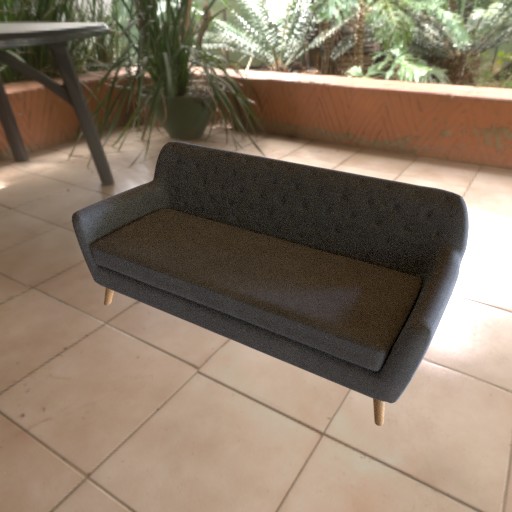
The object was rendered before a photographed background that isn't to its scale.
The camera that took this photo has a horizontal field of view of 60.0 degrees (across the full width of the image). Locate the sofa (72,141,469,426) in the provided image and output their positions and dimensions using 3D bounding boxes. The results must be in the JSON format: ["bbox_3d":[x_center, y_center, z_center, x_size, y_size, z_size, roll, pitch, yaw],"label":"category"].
[{"bbox_3d":[0.000,0.000,2.396,1.970,0.830,0.830,17,34,27],"label":"sofa"}]
